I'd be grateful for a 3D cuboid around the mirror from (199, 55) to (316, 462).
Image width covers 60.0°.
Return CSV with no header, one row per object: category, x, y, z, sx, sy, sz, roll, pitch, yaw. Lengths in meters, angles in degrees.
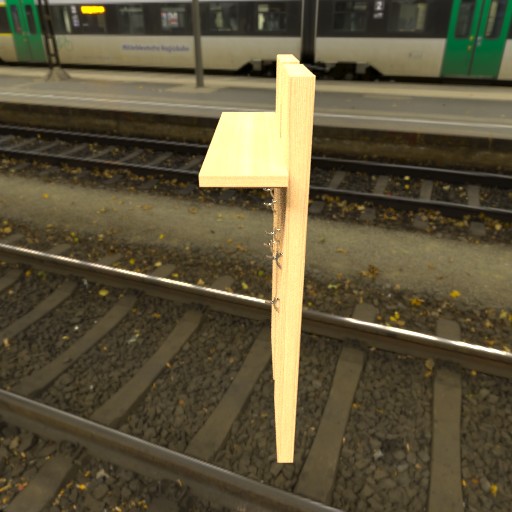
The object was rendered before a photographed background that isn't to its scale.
mirror,0.000,0.000,1.560,0.260,1.250,0.800,0,28,0
